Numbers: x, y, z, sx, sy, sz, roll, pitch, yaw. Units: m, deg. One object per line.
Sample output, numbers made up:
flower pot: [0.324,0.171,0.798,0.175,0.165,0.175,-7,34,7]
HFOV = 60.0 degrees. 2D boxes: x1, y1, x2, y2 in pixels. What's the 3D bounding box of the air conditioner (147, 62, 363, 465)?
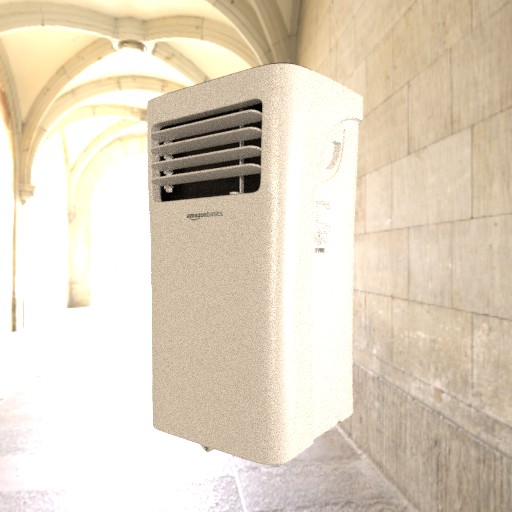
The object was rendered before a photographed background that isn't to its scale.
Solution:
air conditioner: [0.000,0.000,0.934,0.352,0.716,0.369,0,0,35]
